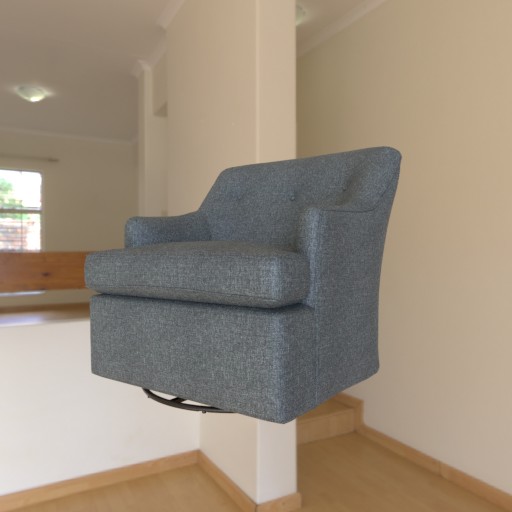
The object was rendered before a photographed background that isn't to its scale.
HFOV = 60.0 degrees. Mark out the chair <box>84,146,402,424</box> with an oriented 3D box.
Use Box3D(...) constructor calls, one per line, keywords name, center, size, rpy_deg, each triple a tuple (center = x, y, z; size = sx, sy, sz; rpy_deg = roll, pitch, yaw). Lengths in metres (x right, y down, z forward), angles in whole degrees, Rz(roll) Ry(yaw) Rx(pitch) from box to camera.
Box3D(name="chair", center=(0.000, 0.000, 1.608), size=(0.864, 0.856, 0.923), rpy_deg=(0, 1, 35))
